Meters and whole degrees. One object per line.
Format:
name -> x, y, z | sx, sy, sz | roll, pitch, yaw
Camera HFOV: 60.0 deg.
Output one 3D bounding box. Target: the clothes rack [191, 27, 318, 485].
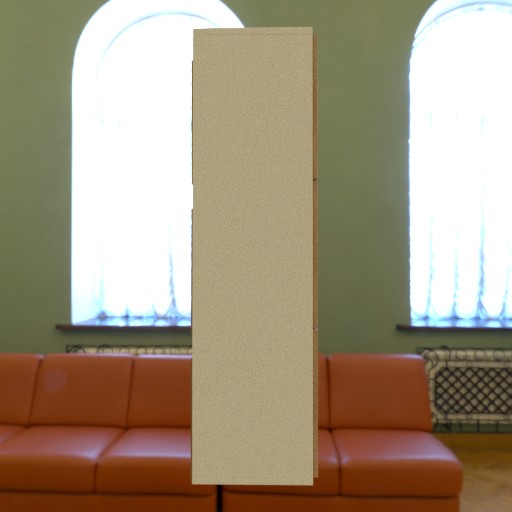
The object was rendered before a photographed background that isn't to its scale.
clothes rack -> 0.000, 0.000, 1.399 | 0.331, 1.187, 0.500 | 0, -1, 1
